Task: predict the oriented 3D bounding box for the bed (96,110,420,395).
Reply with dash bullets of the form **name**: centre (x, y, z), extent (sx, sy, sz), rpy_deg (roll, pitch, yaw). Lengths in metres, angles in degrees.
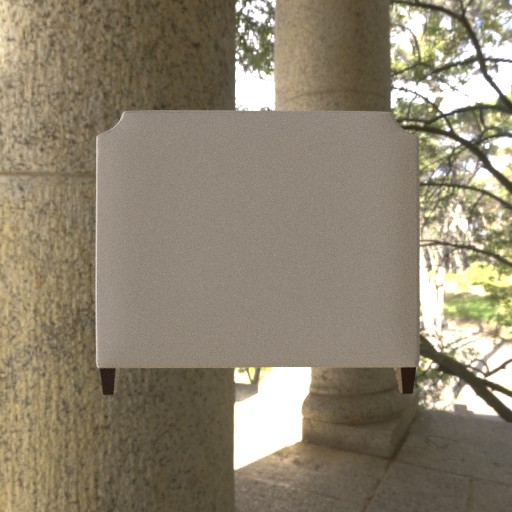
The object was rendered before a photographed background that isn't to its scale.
- **bed**: centre (0.000, 0.000, 3.468), extent (1.712, 1.497, 2.372), rpy_deg (0, -1, -1)
